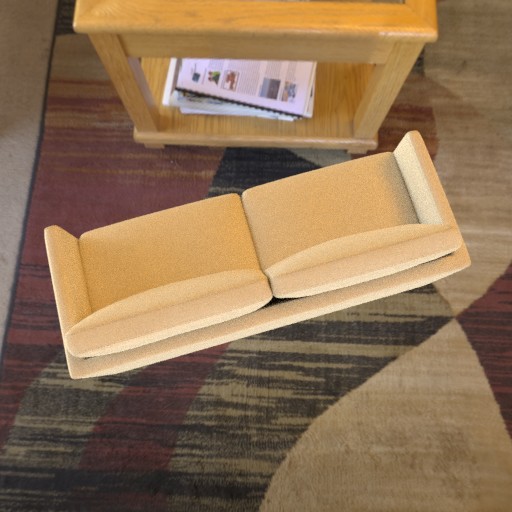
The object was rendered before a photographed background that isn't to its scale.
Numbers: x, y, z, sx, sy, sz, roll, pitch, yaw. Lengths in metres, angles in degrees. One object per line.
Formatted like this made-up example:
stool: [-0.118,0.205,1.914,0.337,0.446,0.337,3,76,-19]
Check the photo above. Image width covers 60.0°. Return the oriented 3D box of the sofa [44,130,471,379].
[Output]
sofa: [0.000,0.000,2.907,2.434,0.965,0.948,-15,78,-3]
